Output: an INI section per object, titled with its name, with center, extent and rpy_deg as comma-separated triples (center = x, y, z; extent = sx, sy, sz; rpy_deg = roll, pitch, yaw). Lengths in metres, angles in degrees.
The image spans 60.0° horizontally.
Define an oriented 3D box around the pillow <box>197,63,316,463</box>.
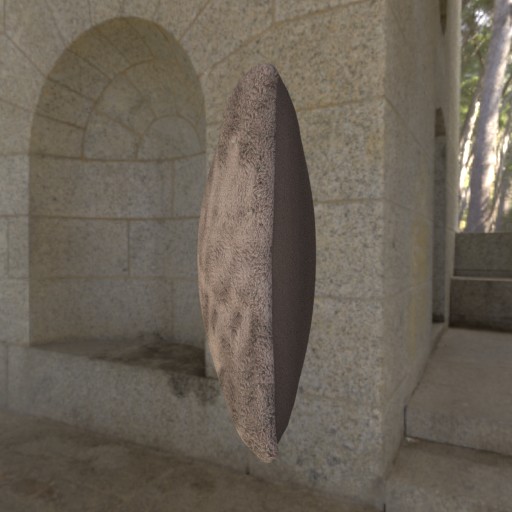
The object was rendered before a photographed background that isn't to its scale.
[pillow]
center = 0.000, 0.000, 0.805
extent = 0.204, 0.520, 0.522
rpy_deg = 0, 1, -1
